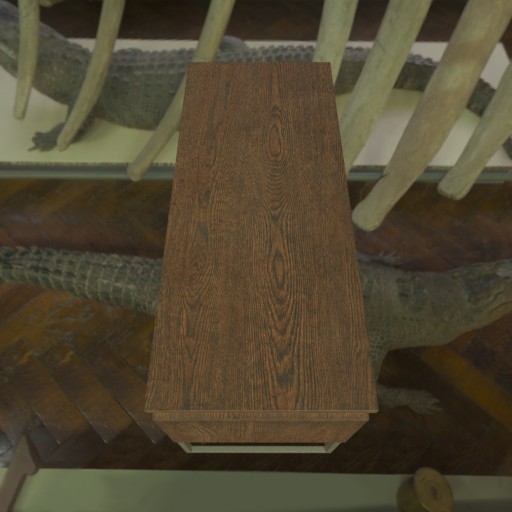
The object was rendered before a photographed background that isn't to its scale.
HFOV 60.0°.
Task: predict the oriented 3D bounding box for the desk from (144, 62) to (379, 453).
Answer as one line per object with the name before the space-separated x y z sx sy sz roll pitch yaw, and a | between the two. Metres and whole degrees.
desk | 0.000 0.000 1.797 0.610 0.792 1.384 0 59 0
